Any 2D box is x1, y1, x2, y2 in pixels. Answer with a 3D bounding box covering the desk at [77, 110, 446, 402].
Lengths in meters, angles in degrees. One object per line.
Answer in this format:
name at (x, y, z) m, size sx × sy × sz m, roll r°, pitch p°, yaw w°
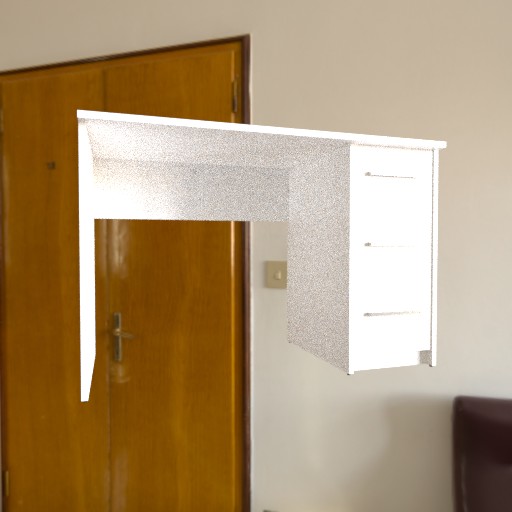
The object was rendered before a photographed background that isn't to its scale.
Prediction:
desk at (0.000, 0.000, 1.524) m, size 1.097 × 0.735 × 0.560 m, roll 0°, pitch 2°, yaw -18°
